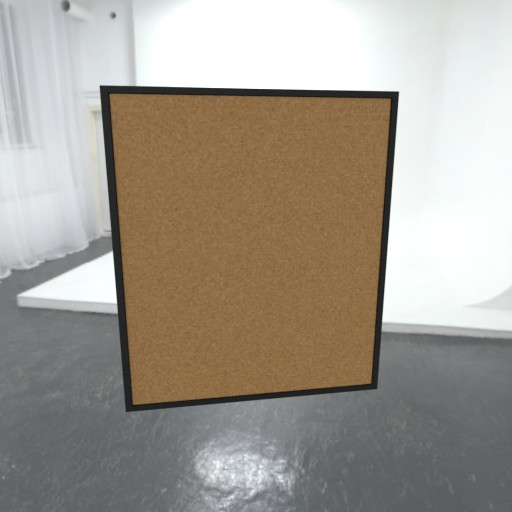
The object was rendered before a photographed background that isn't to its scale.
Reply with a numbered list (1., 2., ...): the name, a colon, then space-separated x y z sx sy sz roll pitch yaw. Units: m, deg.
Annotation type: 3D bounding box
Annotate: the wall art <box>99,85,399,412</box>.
1. wall art: 0.000 0.000 0.538 0.330 0.381 0.019 -2 14 -9
